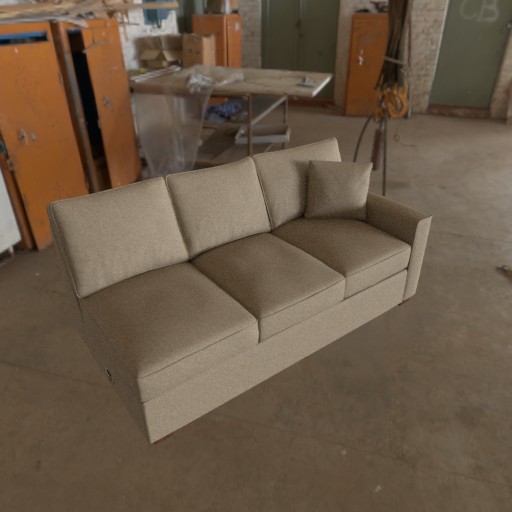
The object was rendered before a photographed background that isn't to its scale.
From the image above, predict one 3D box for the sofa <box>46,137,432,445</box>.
[{"bbox_3d":[0.000,0.000,2.588,1.963,0.946,1.034,-21,36,-31],"label":"sofa"}]
